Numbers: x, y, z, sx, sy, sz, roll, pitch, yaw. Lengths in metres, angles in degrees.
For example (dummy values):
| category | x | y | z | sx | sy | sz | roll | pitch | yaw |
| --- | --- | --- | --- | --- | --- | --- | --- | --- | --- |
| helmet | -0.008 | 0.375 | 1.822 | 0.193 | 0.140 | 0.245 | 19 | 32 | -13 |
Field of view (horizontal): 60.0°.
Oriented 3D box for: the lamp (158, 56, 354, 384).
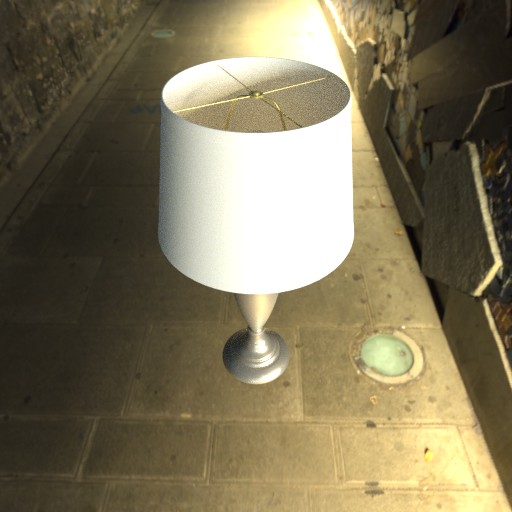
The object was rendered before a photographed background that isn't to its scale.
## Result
| category | x | y | z | sx | sy | sz | roll | pitch | yaw |
| --- | --- | --- | --- | --- | --- | --- | --- | --- | --- |
| lamp | 0.000 | 0.000 | 0.805 | 0.328 | 0.612 | 0.328 | 0 | 43 | 0 |
